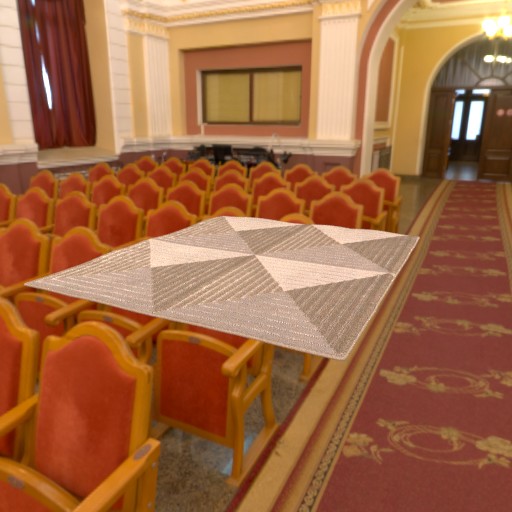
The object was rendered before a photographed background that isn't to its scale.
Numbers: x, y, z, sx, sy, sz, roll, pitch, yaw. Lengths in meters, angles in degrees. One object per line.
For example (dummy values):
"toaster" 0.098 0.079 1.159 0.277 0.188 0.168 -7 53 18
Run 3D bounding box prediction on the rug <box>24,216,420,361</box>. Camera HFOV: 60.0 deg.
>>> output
"rug" 0.000 0.000 0.890 0.551 0.008 0.642 8 19 26
